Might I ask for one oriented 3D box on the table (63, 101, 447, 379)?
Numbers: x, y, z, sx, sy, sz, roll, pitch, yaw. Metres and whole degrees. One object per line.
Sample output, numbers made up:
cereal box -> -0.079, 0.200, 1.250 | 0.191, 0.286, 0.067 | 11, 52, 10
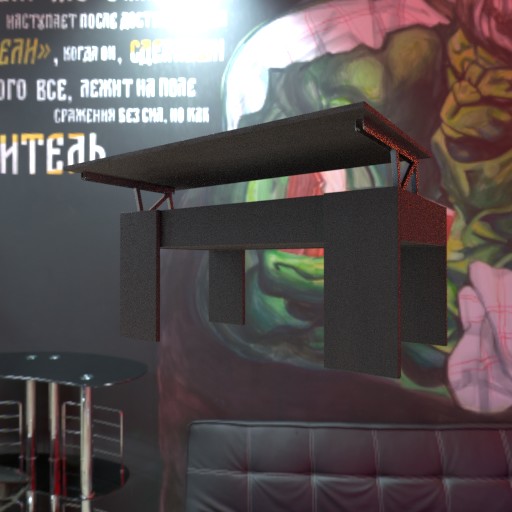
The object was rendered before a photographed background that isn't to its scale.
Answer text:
table -> 0.000, 0.000, 1.408 | 1.000, 0.570, 0.711 | -1, -1, 35
